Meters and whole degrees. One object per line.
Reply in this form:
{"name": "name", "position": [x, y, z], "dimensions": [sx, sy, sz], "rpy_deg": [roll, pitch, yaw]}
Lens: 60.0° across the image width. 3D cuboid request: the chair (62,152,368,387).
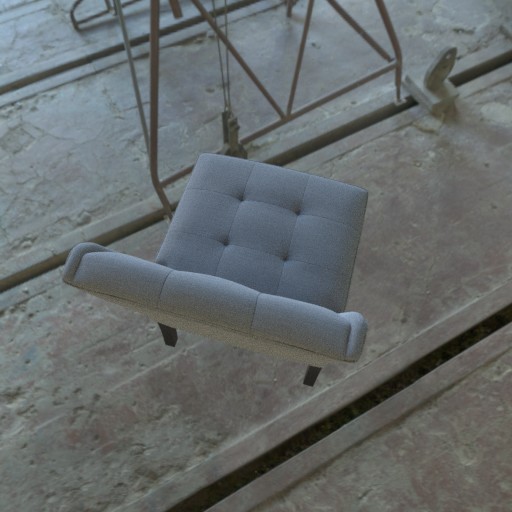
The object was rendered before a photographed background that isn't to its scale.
{"name": "chair", "position": [0.000, 0.000, 1.276], "dimensions": [0.569, 0.853, 0.676], "rpy_deg": [14, 65, 7]}
